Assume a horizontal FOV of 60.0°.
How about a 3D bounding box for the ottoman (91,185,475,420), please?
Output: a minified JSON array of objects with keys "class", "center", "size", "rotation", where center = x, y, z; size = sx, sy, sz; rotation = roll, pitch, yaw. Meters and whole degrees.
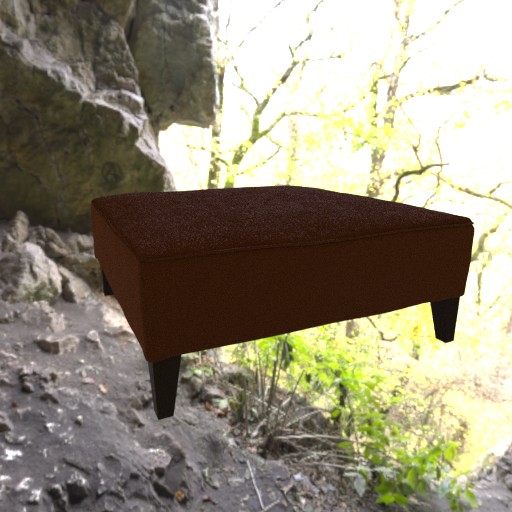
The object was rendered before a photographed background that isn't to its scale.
[{"class":"ottoman","center":[0.000,0.000,1.567],"size":[0.999,0.438,0.997],"rotation":[-7,17,-25]}]
